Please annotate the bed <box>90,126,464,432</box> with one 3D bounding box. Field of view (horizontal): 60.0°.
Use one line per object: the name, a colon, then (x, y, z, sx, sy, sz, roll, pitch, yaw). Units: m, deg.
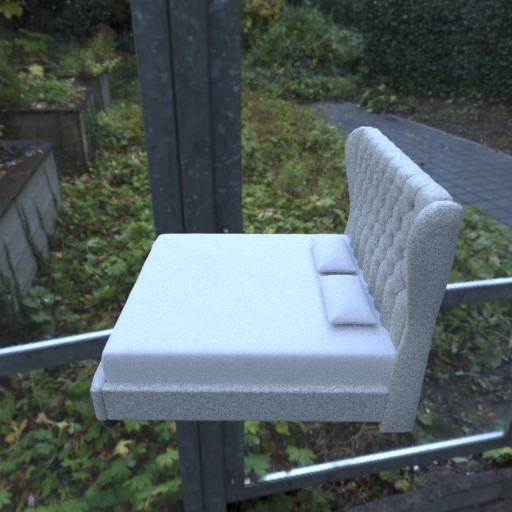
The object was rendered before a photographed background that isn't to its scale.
bed: (0.000, 0.000, 3.797, 2.347, 1.771, 2.219, 0, 28, 0)
